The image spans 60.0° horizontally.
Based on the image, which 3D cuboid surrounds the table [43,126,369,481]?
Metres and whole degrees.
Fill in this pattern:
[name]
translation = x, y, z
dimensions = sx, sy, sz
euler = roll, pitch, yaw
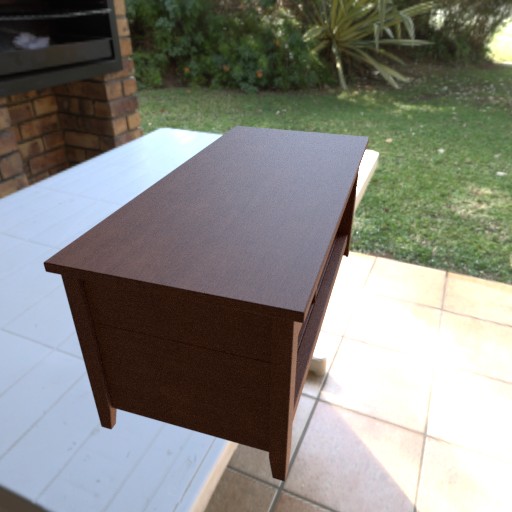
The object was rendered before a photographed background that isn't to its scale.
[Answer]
[table]
translation = 0.000, 0.000, 1.269
dimensions = 0.483, 0.457, 1.016
euler = 9, 32, 15
